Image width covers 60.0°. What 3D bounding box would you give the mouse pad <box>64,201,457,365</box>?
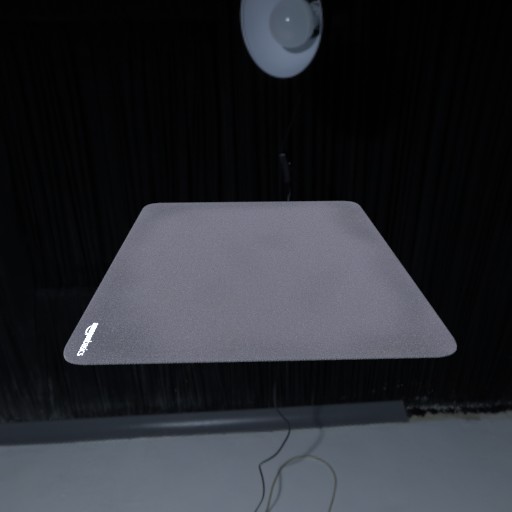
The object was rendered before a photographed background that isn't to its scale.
[{"bbox_3d":[0.000,0.000,0.625,0.393,0.002,0.451,-1,26,-2],"label":"mouse pad"}]
